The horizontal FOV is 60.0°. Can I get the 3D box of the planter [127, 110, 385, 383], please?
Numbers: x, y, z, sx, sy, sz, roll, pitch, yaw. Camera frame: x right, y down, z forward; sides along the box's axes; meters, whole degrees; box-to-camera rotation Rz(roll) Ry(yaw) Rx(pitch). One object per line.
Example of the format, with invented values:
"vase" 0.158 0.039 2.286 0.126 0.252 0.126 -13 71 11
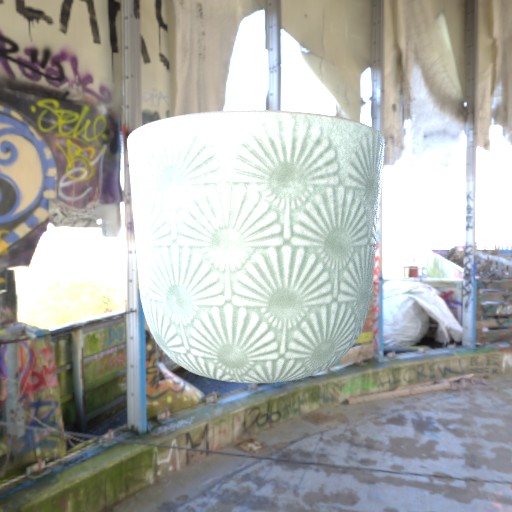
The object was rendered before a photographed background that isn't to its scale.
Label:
"planter" 0.000 0.000 0.306 0.170 0.152 0.170 0 2 0
